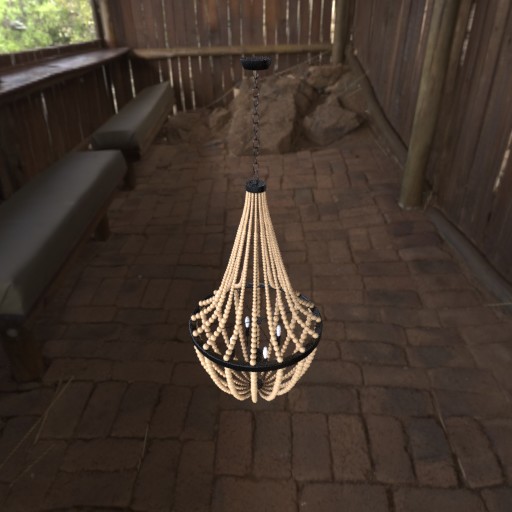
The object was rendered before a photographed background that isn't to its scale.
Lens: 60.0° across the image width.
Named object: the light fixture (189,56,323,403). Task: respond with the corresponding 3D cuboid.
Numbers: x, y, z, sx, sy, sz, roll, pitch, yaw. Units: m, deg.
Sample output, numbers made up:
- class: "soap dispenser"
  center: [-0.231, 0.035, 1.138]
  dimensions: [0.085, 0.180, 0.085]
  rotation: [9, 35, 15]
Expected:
- class: "light fixture"
  center: [0.000, 0.000, 1.383]
  dimensions: [0.450, 1.133, 0.450]
  rotation: [0, 30, 0]
